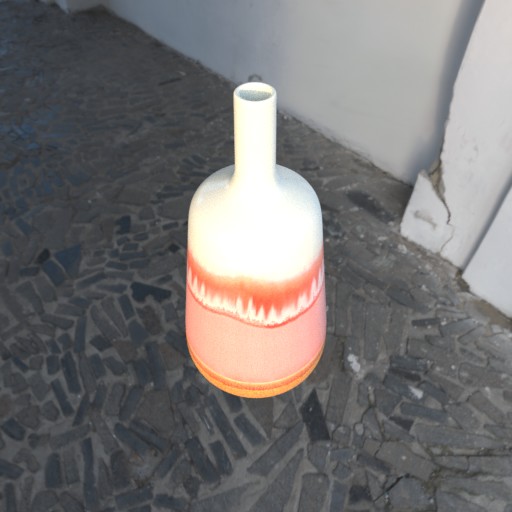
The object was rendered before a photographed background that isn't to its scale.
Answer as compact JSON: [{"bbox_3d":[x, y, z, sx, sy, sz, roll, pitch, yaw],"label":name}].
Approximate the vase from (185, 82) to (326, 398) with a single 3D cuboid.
[{"bbox_3d":[0.000,0.000,0.379,0.144,0.296,0.144,0,48,0],"label":"vase"}]
